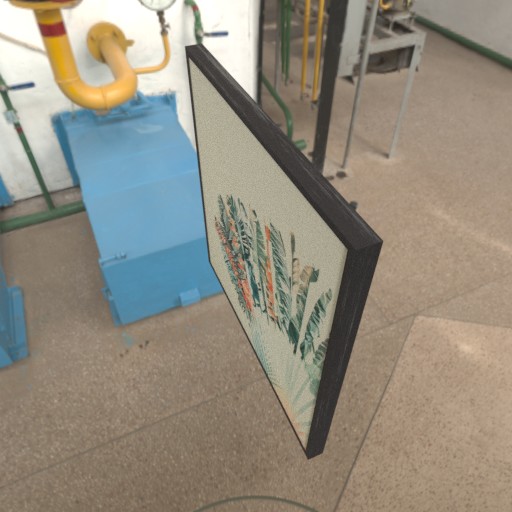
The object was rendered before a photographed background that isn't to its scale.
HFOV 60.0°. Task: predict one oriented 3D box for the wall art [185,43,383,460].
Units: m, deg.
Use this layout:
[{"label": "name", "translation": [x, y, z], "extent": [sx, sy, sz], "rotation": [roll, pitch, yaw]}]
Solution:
[{"label": "wall art", "translation": [0.000, 0.000, 1.109], "extent": [0.043, 0.758, 0.762], "rotation": [-17, 48, -16]}]
